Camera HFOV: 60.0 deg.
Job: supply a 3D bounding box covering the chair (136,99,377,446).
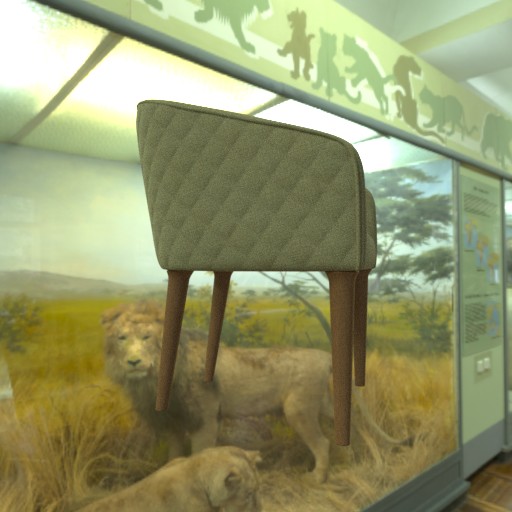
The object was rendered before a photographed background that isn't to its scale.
[{"bbox_3d":[0.000,0.000,1.202,0.616,0.775,0.584,0,-1,17],"label":"chair"}]
